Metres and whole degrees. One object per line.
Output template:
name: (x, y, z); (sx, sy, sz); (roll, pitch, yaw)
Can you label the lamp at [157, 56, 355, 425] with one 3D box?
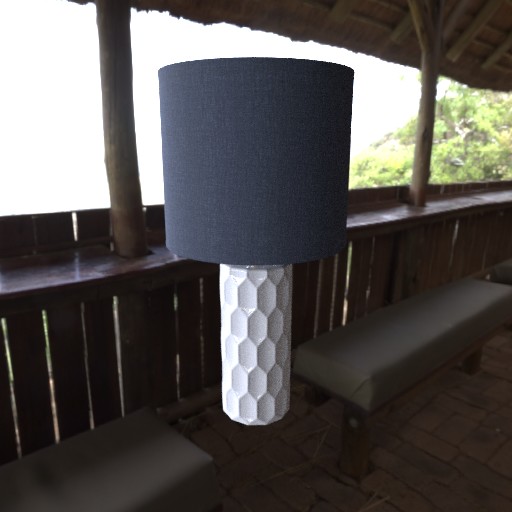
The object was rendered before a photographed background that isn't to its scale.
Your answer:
lamp: (0.000, 0.000, 0.700); (0.277, 0.537, 0.277); (8, 17, 27)
